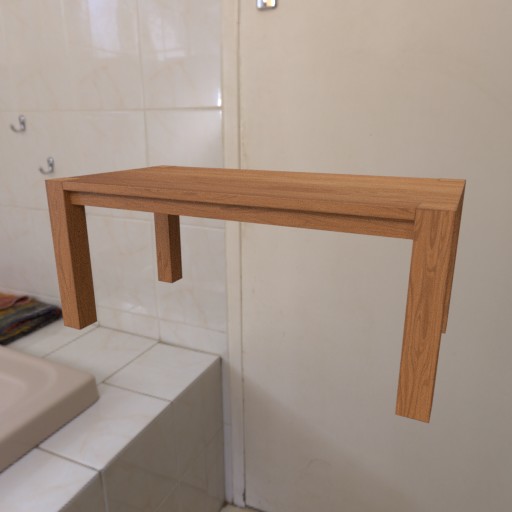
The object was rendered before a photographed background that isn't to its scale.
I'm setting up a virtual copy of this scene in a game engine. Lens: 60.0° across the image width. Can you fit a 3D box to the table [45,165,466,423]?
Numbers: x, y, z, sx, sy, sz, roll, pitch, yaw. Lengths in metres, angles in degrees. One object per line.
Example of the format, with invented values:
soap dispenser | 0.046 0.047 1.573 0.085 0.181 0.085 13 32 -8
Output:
table | 0.000 0.000 2.222 1.800 0.760 0.900 8 18 25
